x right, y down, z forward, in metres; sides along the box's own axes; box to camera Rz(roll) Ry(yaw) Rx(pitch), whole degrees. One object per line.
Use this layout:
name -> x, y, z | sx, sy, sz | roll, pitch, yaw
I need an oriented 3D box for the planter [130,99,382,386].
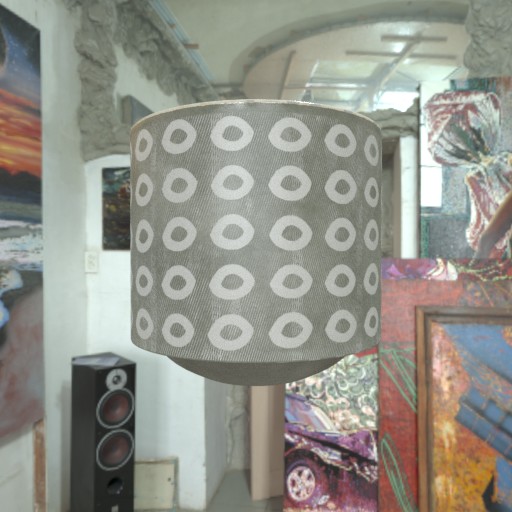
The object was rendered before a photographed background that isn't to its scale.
planter -> 0.000, 0.000, 0.459 | 0.250, 0.239, 0.250 | 0, 1, 0
